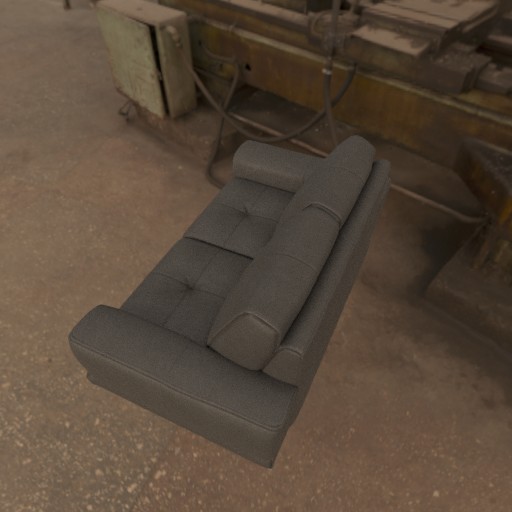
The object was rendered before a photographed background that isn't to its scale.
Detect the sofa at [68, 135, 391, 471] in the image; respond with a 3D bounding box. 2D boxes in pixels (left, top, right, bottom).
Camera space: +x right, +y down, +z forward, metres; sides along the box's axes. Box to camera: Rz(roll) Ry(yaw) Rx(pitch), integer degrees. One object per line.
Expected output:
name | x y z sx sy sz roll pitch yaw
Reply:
sofa | 0.000 0.000 2.367 1.018 0.907 1.806 19 49 17
